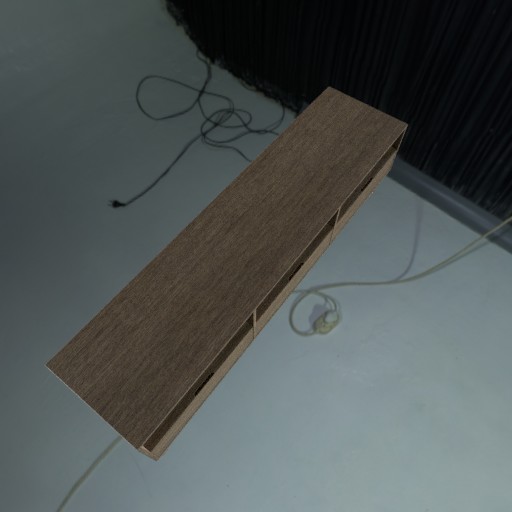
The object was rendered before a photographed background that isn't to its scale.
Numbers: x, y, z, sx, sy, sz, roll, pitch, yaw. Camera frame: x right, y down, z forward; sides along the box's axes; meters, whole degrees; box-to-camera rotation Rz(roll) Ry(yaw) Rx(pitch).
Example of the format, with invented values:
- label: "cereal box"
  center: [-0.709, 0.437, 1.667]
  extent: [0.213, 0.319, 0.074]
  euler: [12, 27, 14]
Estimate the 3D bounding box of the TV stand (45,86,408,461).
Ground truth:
- label: "TV stand"
  center: [0.000, 0.000, 1.668]
  extent: [0.366, 0.409, 1.482]
  euler: [33, 65, 18]
